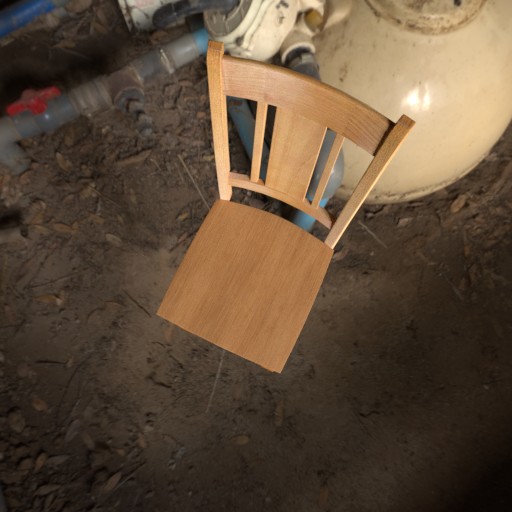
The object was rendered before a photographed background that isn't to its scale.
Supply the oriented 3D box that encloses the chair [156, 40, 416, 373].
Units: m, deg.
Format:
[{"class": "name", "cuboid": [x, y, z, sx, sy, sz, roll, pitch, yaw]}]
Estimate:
[{"class": "chair", "cuboid": [0.000, 0.000, 1.306, 0.450, 0.998, 0.556, 24, 76, 6]}]
